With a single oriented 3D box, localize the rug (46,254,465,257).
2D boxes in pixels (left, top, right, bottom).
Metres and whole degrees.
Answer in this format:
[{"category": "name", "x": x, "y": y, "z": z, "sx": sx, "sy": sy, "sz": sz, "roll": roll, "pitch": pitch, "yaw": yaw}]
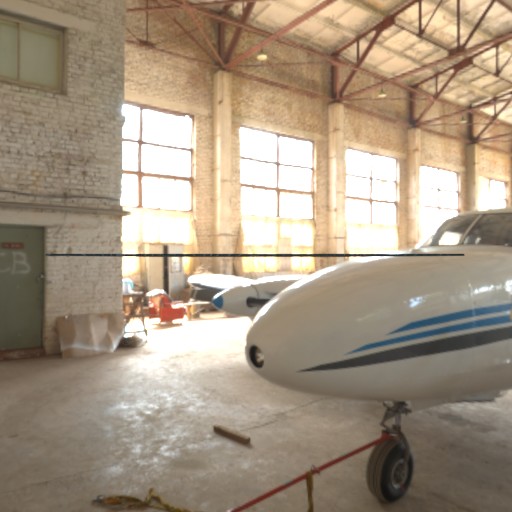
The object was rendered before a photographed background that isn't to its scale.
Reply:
[{"category": "rug", "x": 0.000, "y": 0.000, "z": 4.082, "sx": 2.432, "sy": 0.012, "sz": 3.033, "roll": 0, "pitch": 0, "yaw": 0}]
